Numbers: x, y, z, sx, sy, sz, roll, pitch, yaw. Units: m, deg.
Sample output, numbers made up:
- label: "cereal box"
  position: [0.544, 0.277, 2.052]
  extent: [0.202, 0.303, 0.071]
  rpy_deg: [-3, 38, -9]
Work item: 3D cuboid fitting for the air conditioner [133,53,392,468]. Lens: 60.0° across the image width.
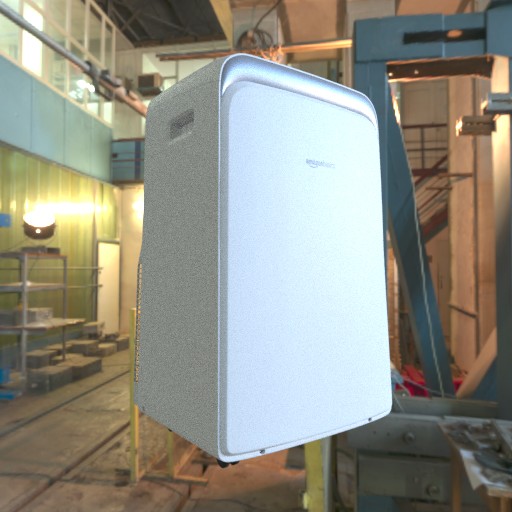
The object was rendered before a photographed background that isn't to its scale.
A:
- label: "air conditioner"
  position: [0.000, 0.000, 1.032]
  extent: [0.478, 0.765, 0.467]
  rpy_deg: [1, -2, -36]
